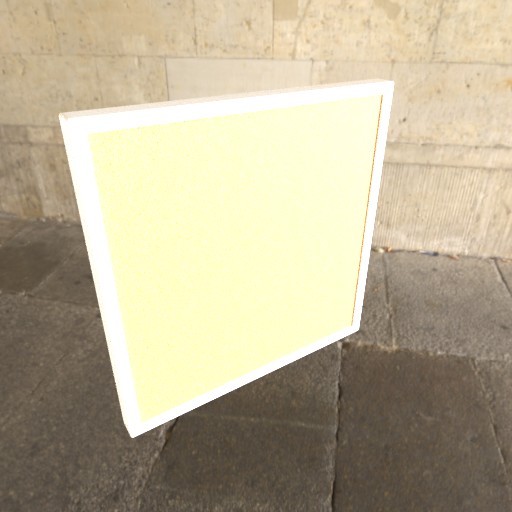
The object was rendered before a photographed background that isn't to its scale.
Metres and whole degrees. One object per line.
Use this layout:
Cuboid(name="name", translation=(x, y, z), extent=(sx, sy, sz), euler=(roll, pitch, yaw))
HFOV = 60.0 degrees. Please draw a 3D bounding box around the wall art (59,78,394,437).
Cuboid(name="wall art", translation=(0.000, 0.000, 0.731), extent=(0.508, 0.508, 0.038), euler=(-18, 34, -28))
